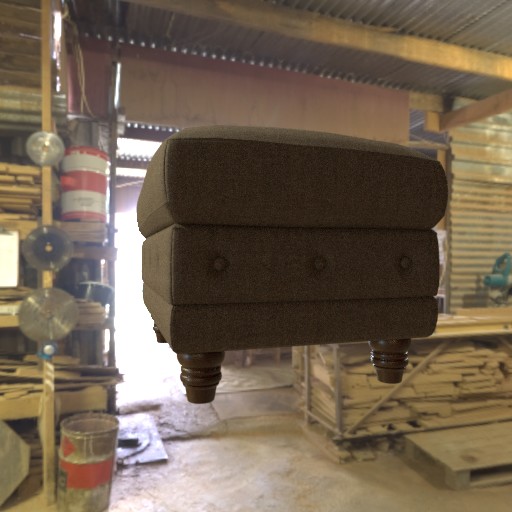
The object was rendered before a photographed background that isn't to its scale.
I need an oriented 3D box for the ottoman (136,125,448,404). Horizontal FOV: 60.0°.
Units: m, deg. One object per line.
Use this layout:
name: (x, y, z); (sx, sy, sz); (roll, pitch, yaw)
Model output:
ottoman: (0.000, 0.000, 1.199); (0.599, 0.555, 0.809); (0, 0, -18)
